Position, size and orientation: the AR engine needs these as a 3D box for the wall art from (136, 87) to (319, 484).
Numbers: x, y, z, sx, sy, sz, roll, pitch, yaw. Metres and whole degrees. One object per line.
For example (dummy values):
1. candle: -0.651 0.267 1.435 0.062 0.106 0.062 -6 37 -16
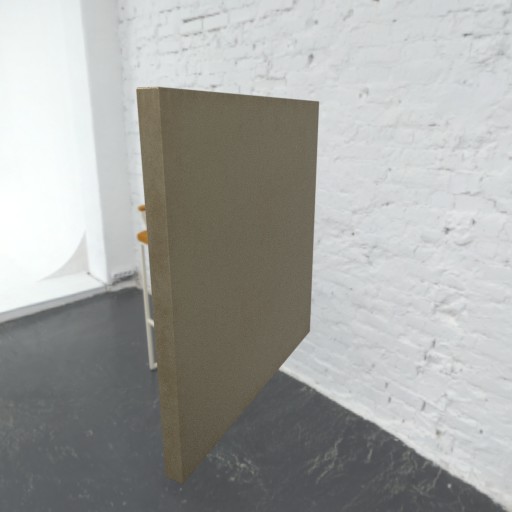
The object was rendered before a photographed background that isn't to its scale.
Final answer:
1. wall art: 0.000 0.000 0.747 0.030 0.506 0.503 9 19 25
